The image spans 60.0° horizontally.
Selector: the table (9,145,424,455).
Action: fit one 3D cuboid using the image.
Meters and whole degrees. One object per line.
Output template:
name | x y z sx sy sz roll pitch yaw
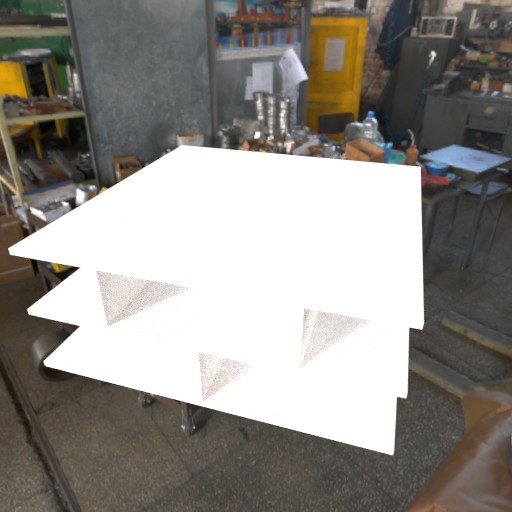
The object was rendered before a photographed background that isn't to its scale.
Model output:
table | 0.000 0.000 1.055 0.700 0.289 0.700 9 31 15
